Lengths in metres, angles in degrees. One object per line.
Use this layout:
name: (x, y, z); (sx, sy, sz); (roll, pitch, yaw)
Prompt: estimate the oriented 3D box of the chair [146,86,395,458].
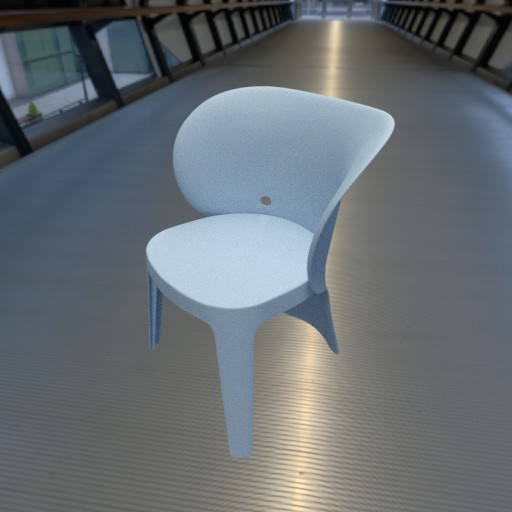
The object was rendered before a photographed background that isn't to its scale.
chair: (0.000, 0.000, 0.868); (0.402, 0.554, 0.451); (-21, 37, -31)
